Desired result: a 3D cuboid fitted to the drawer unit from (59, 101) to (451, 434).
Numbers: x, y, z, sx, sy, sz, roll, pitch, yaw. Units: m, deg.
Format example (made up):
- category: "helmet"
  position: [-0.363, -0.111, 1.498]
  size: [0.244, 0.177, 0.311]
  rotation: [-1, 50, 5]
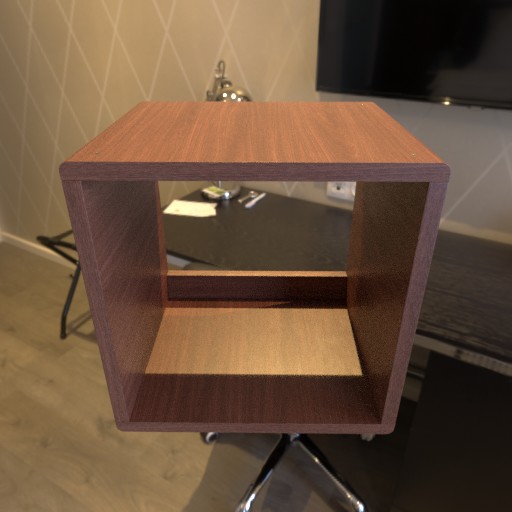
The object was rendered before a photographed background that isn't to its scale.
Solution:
- category: "drawer unit"
  position: [0.000, 0.000, 0.602]
  size: [0.349, 0.351, 0.290]
  rotation: [0, 29, 1]
